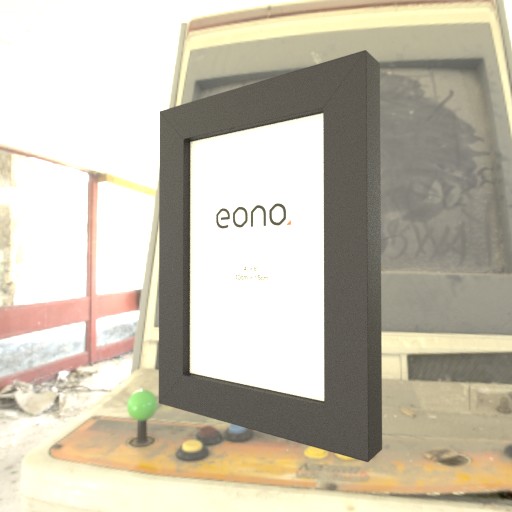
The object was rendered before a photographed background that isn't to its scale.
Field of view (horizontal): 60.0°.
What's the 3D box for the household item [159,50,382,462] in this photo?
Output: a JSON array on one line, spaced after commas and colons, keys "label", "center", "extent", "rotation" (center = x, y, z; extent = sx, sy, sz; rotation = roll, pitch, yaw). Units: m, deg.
[{"label": "household item", "center": [0.000, 0.000, 0.237], "extent": [0.133, 0.178, 0.022], "rotation": [-1, -1, 37]}]
